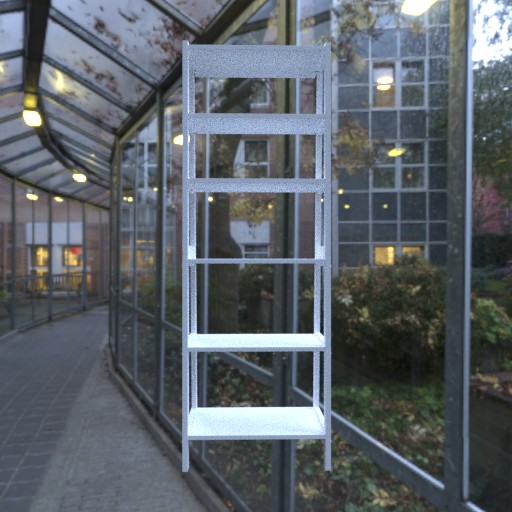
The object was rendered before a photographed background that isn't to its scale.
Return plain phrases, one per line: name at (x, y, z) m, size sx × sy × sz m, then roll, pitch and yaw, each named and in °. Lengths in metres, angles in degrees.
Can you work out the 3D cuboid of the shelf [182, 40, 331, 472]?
shelf at (0.000, 0.000, 2.141) m, size 0.660 × 1.892 × 0.381 m, roll 0°, pitch 0°, yaw -1°
